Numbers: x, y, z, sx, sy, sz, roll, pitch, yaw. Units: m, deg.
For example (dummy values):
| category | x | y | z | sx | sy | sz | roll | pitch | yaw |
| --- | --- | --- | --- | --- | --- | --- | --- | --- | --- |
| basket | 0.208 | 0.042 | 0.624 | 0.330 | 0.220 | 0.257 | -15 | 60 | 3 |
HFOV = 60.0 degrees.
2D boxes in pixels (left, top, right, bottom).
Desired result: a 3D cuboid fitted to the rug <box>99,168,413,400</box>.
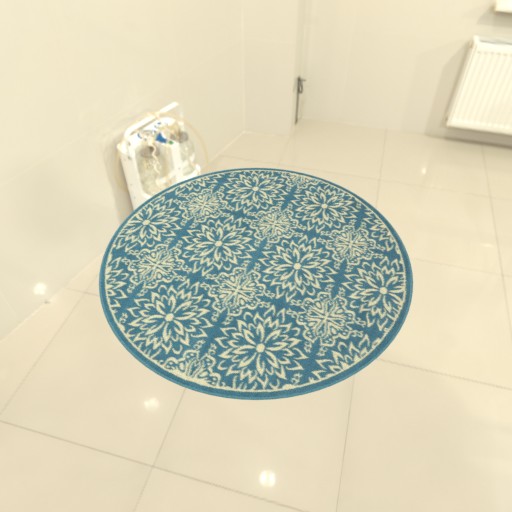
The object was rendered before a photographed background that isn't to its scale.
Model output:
| category | x | y | z | sx | sy | sz | roll | pitch | yaw |
| --- | --- | --- | --- | --- | --- | --- | --- | --- | --- |
| rug | 0.000 | 0.000 | 2.314 | 1.593 | 0.012 | 1.593 | 0 | 46 | 0 |
